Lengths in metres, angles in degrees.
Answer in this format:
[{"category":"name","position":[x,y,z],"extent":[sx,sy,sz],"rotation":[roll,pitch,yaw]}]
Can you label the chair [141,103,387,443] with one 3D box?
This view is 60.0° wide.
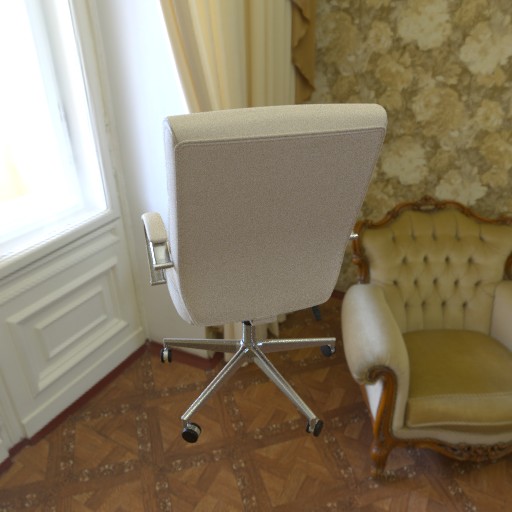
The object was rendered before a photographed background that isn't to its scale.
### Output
[{"category":"chair","position":[0.000,0.000,1.560],"extent":[0.727,1.099,0.745],"rotation":[-9,29,-16]}]
